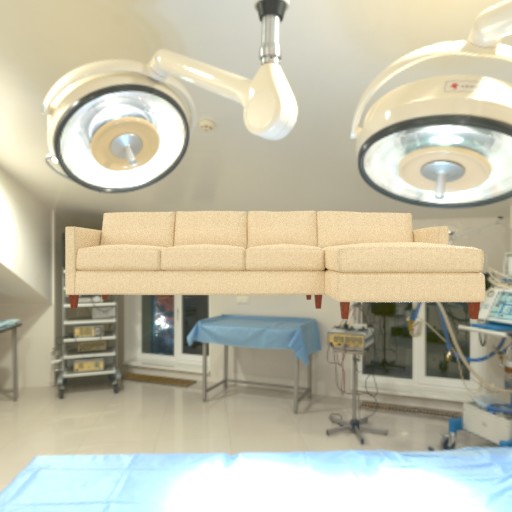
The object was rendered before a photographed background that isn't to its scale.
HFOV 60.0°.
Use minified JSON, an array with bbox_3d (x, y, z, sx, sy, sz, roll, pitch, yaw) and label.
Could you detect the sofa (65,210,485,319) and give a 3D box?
[{"bbox_3d":[0.000,0.000,4.112,3.471,0.954,1.603,0,0,1],"label":"sofa"}]
